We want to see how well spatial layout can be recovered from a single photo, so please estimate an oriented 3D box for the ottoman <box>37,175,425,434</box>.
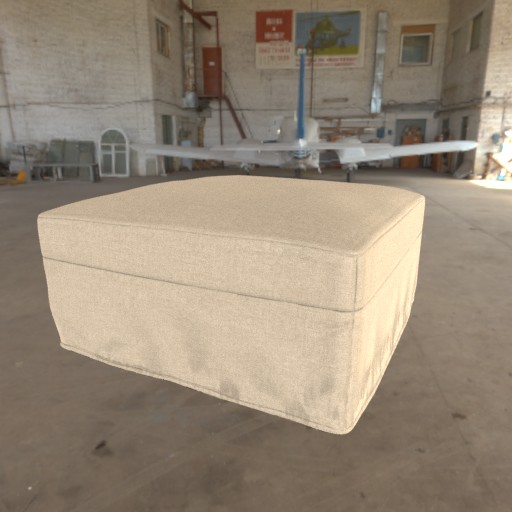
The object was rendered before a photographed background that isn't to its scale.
[{"bbox_3d":[0.000,0.000,1.314,0.840,0.436,0.843,8,17,26],"label":"ottoman"}]
